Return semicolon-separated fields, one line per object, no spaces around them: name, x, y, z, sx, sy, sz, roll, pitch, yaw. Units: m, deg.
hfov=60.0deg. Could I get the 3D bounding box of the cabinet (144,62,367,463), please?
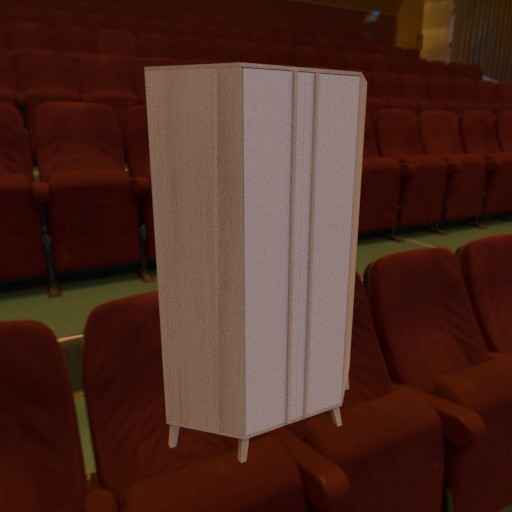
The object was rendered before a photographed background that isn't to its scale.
cabinet;0.000;0.000;2.622;1.272;1.957;0.969;-8;17;-27
